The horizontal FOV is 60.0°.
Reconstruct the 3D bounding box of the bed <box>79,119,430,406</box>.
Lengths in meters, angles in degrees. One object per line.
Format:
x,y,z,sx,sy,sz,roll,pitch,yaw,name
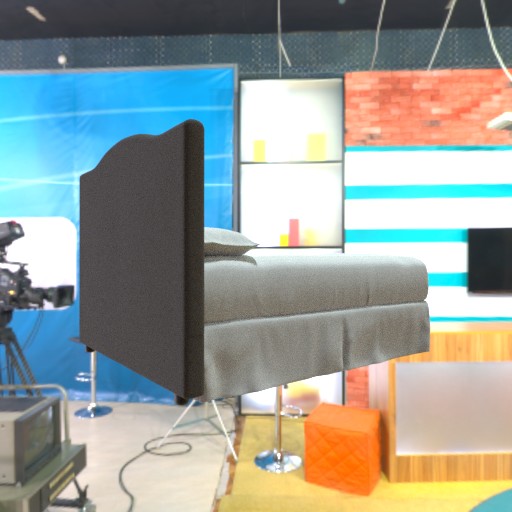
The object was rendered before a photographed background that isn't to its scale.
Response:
0.000,0.000,3.206,2.036,1.387,1.666,0,0,-37,bed
